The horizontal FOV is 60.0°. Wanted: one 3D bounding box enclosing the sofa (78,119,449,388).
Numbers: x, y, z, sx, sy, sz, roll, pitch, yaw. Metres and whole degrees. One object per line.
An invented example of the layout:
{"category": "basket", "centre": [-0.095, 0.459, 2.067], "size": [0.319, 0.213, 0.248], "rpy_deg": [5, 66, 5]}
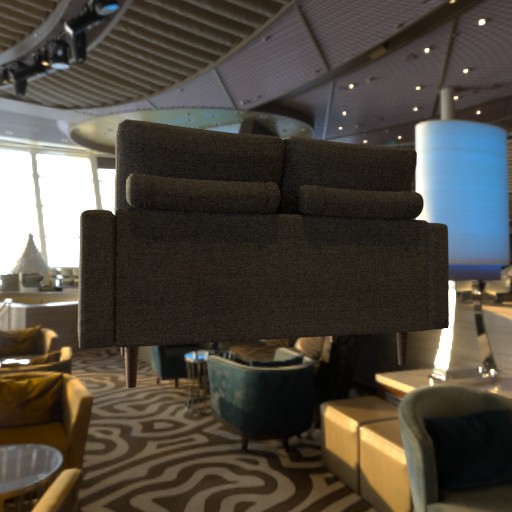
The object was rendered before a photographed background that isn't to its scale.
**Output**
{"category": "sofa", "centre": [0.000, 0.000, 1.945], "size": [1.407, 0.907, 0.842], "rpy_deg": [1, -2, -19]}
